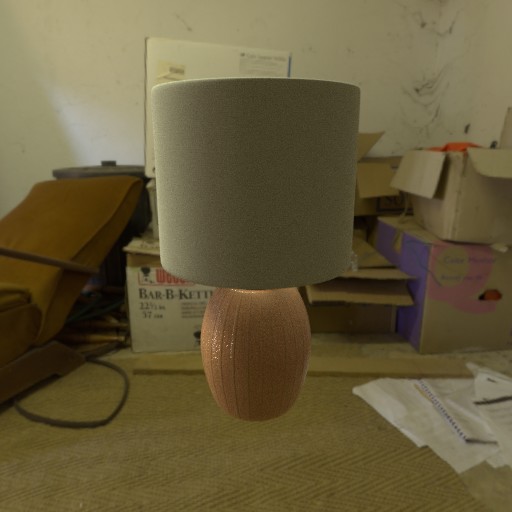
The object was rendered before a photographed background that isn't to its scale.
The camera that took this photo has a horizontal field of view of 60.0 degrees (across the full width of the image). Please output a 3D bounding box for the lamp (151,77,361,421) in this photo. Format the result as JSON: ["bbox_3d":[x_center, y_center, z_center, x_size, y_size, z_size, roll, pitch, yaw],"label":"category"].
[{"bbox_3d":[0.000,0.000,0.781,0.329,0.570,0.329,0,15,0],"label":"lamp"}]
